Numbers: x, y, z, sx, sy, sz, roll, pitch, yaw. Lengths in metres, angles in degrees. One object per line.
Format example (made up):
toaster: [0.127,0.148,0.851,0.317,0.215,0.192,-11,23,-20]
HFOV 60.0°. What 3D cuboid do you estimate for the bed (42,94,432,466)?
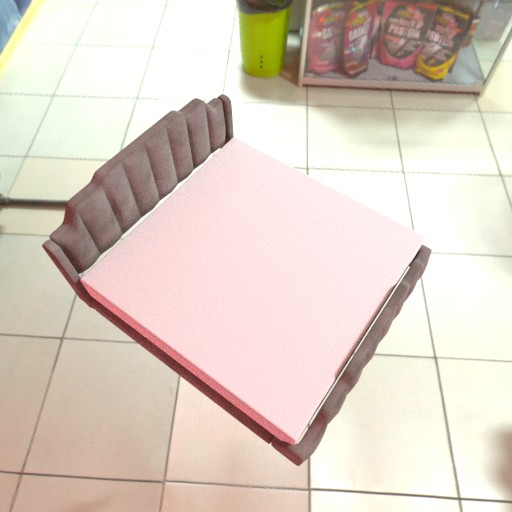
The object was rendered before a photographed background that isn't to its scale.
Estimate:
bed: [0.000,0.000,3.593,2.340,1.245,2.074,32,63,18]
